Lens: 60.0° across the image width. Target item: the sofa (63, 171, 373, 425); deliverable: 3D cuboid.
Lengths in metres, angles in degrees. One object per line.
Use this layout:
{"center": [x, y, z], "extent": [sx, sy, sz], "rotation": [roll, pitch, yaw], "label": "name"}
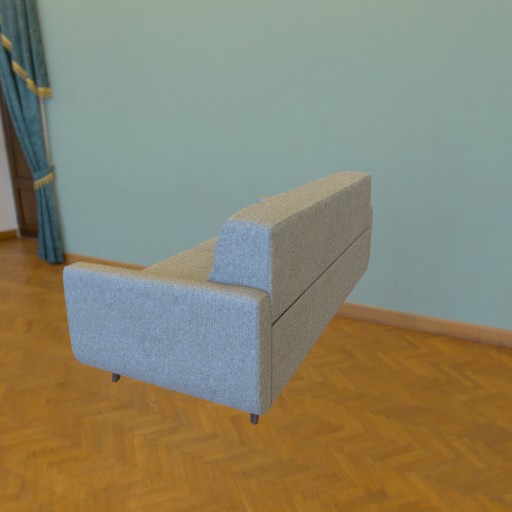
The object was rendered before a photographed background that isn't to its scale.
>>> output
{"center": [0.000, 0.000, 2.611], "extent": [0.968, 0.873, 2.055], "rotation": [8, 18, 24], "label": "sofa"}
